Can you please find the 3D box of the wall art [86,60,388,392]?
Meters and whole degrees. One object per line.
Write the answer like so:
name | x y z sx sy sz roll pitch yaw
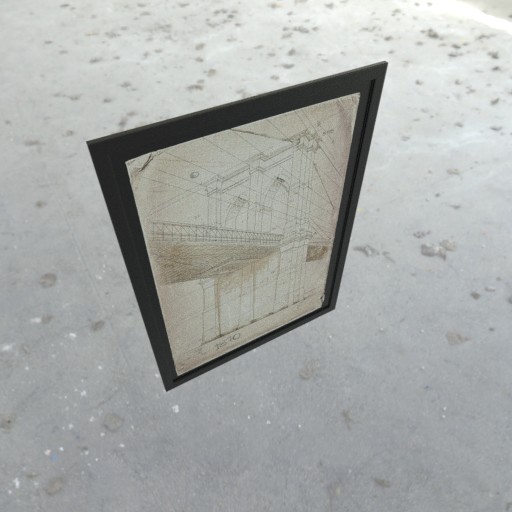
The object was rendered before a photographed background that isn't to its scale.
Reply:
wall art | 0.000 0.000 1.277 0.707 0.967 0.013 -22 51 -20
